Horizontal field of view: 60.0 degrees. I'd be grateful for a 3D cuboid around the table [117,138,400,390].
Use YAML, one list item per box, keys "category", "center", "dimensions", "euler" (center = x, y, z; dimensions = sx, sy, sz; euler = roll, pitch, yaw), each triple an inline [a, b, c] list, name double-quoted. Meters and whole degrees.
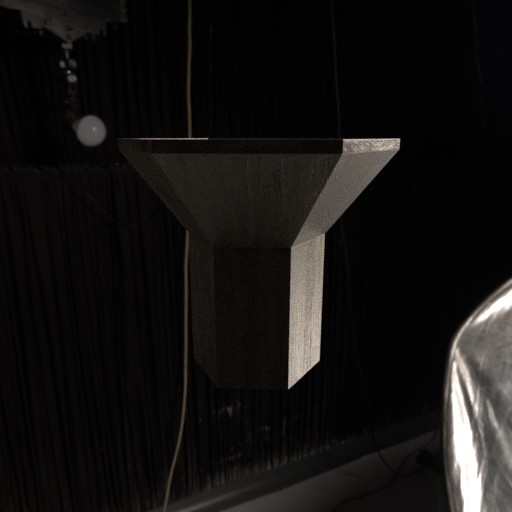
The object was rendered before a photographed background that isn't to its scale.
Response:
- category: "table"
  center: [0.000, 0.000, 1.146]
  dimensions: [0.592, 0.586, 0.683]
  euler: [-7, 17, -25]
